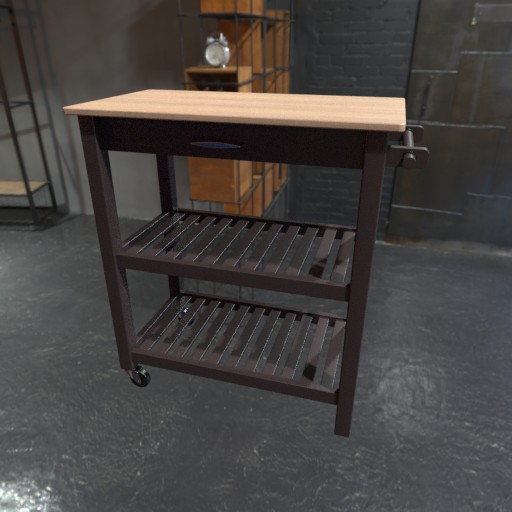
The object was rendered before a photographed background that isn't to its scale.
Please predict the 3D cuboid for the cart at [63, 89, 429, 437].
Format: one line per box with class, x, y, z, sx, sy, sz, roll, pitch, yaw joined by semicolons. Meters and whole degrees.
cart;0.000;0.000;1.409;0.899;0.927;0.457;7;27;15
